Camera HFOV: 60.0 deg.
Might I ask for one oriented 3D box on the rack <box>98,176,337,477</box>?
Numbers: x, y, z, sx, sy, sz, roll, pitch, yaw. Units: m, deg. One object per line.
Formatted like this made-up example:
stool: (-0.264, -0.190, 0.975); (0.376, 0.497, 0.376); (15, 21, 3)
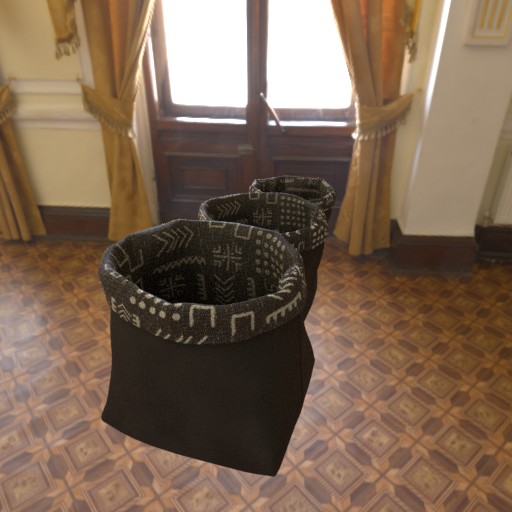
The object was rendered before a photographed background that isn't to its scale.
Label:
rack: (0.000, 0.000, 1.075); (0.379, 0.323, 0.905); (9, 32, 15)
